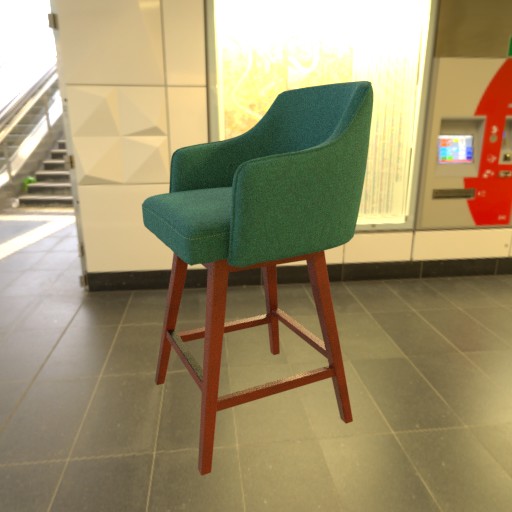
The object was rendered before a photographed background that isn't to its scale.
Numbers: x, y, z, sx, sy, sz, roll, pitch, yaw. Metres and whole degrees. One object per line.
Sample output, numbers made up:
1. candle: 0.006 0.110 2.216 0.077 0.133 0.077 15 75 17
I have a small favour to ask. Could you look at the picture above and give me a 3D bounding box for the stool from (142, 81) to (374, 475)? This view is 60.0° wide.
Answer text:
1. stool: 0.000 0.000 1.296 0.556 0.961 0.548 -8 19 -25
